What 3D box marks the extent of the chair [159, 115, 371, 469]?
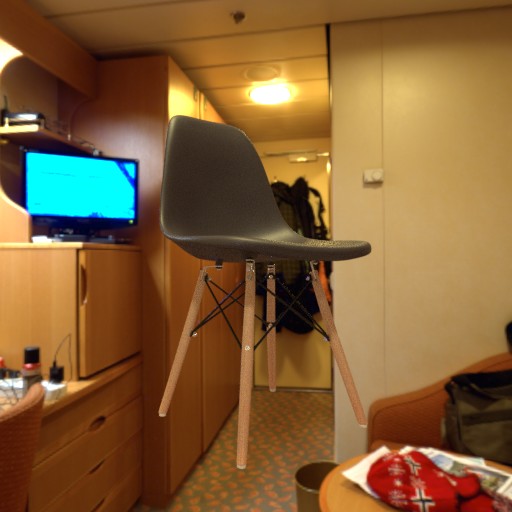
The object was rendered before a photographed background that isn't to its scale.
[{"bbox_3d":[0.000,0.000,1.126,0.470,0.825,0.533,0,-1,-36],"label":"chair"}]
